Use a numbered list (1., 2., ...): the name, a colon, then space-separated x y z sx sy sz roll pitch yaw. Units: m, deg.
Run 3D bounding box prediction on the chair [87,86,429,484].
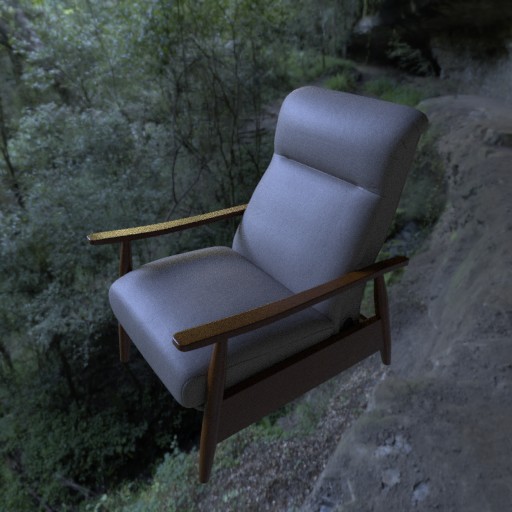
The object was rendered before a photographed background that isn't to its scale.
1. chair: 0.000 0.000 1.702 1.032 1.082 0.762 -20 36 -30
